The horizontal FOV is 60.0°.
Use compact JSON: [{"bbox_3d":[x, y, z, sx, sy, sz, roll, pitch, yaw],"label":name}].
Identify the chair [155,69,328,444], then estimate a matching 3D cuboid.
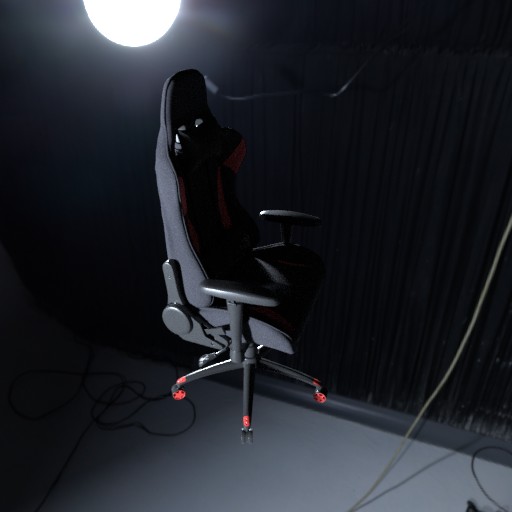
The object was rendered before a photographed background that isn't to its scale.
[{"bbox_3d":[0.000,0.000,1.725,0.658,1.326,0.695,10,30,17],"label":"chair"}]
